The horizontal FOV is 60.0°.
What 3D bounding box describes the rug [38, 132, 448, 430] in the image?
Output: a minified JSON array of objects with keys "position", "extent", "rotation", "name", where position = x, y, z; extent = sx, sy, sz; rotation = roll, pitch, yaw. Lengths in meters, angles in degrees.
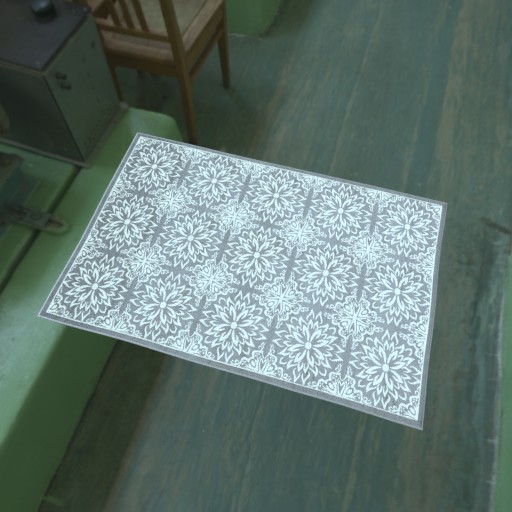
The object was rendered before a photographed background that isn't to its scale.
[{"position":[0.000,0.000,3.409],"extent":[2.746,0.018,1.819],"rotation":[14,63,7],"name":"rug"}]
